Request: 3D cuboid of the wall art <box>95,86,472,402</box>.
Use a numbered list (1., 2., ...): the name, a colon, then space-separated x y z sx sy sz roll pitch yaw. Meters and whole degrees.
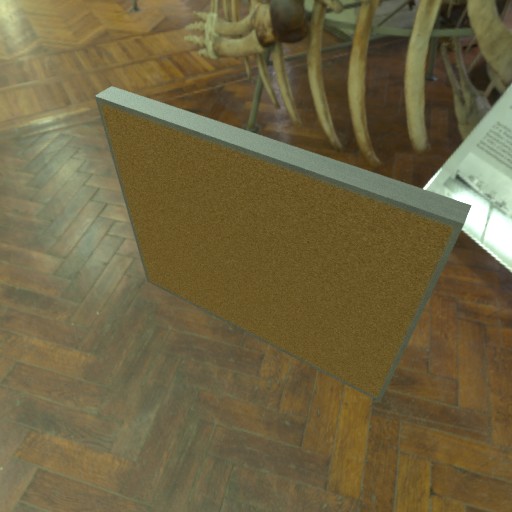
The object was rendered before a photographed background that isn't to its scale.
1. wall art: 0.000 0.000 0.761 0.557 0.450 0.037 24 52 20
